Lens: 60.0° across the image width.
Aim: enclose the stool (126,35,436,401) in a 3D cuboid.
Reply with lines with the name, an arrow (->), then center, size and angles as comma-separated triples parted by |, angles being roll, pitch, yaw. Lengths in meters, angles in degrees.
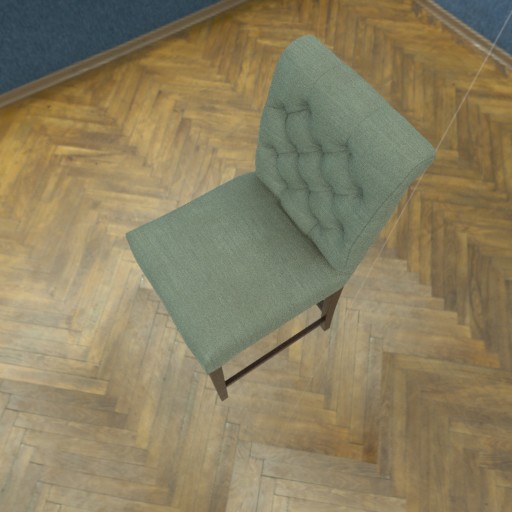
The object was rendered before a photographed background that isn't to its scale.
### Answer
stool -> 0.000, 0.000, 1.420 | 0.660, 1.084, 0.486 | -31, 67, -14
